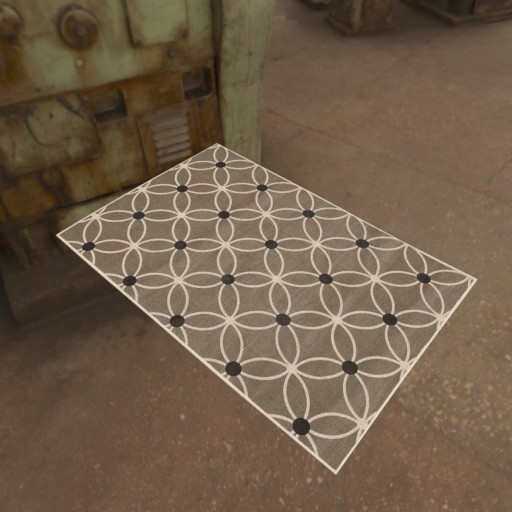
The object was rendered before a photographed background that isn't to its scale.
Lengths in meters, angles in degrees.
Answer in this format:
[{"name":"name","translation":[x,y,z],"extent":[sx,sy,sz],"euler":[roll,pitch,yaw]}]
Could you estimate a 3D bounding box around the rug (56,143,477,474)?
[{"name":"rug","translation":[0.000,0.000,2.851],"extent":[2.284,0.008,1.522],"euler":[33,55,27]}]
